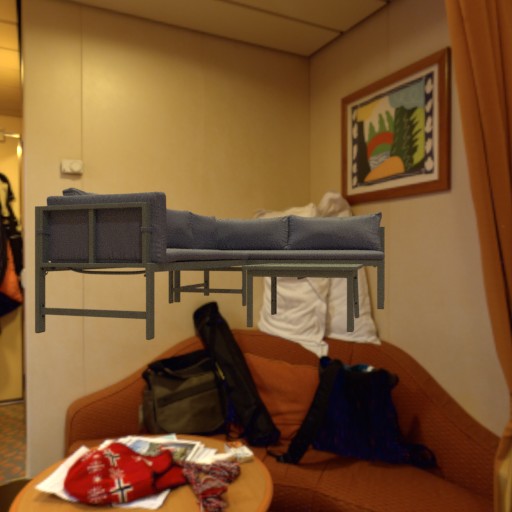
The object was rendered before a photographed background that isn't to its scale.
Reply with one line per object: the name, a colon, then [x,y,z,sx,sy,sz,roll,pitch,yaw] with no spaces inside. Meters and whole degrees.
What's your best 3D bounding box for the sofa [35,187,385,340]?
sofa: [0.000,0.000,2.981,1.658,0.762,2.149,0,0,16]
